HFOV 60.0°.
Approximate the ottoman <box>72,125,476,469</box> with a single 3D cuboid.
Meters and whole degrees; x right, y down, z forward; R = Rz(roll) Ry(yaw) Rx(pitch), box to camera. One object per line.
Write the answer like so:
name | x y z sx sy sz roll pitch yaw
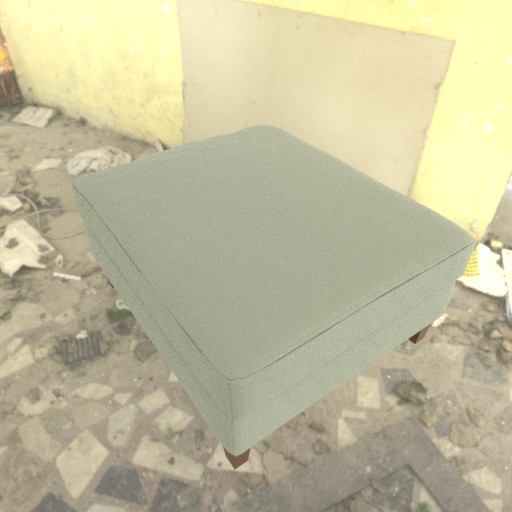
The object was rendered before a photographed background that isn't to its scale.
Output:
ottoman | 0.000 0.000 1.463 0.842 0.494 0.991 -24 45 -27
